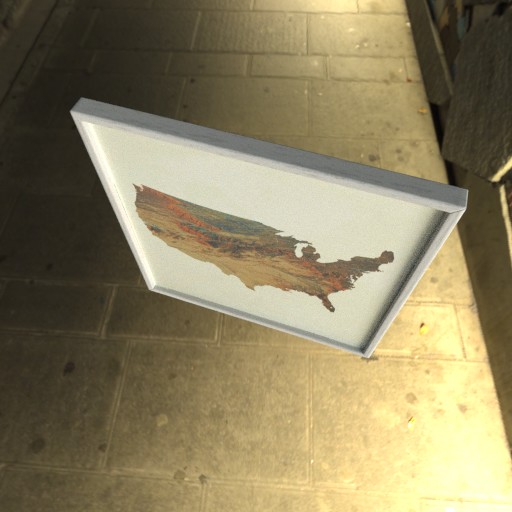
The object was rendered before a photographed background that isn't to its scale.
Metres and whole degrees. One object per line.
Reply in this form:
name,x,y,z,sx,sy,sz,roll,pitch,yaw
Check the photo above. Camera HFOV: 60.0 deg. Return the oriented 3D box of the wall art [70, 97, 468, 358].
wall art,0.000,0.000,1.932,1.287,1.288,0.078,16,60,10
